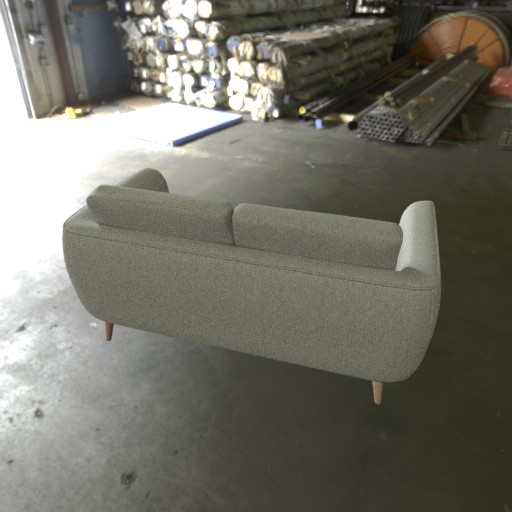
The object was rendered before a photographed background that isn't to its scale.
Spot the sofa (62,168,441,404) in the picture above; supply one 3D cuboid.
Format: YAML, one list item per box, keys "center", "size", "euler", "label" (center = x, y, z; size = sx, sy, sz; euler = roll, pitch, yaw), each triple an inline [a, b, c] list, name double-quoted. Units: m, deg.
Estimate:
- center: [0.000, 0.000, 2.249]
  size: [1.700, 0.850, 0.920]
  euler: [9, 33, 15]
  label: "sofa"
